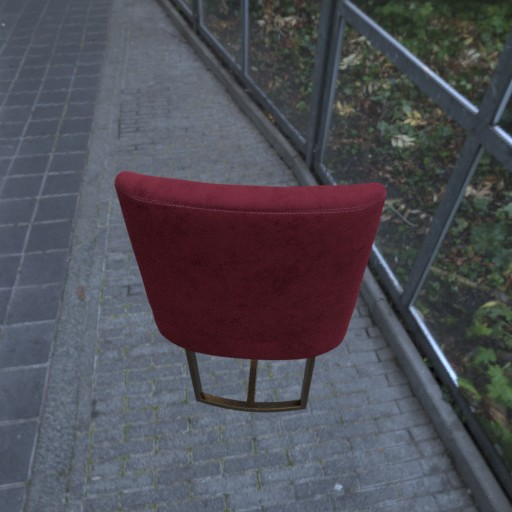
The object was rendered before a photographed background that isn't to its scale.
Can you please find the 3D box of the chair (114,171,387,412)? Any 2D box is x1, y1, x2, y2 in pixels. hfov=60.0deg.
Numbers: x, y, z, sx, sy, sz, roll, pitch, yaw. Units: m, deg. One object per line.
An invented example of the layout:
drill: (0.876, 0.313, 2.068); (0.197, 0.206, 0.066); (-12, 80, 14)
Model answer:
chair: (0.000, 0.000, 1.208); (0.530, 0.824, 0.560); (3, 47, 3)
